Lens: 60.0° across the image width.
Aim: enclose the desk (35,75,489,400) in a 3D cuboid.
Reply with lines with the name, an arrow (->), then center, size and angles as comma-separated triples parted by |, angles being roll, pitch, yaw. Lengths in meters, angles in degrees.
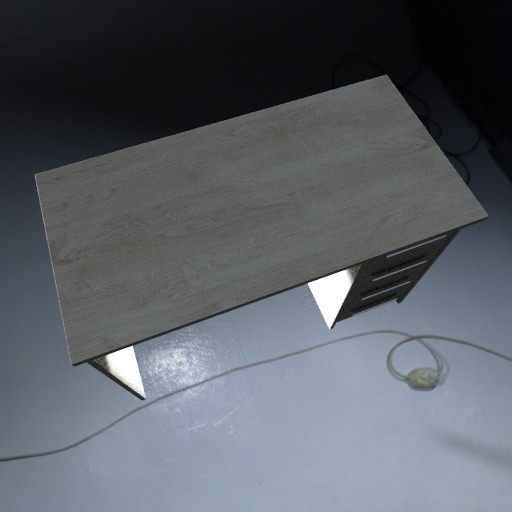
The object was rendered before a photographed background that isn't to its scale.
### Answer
desk -> 0.000, 0.000, 1.518 | 1.096, 0.730, 0.560 | -19, 65, -9
